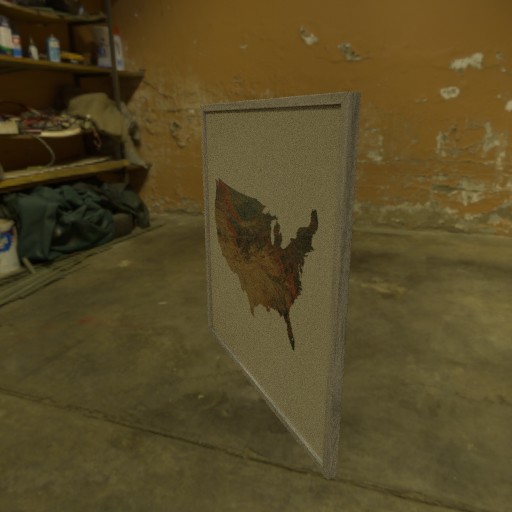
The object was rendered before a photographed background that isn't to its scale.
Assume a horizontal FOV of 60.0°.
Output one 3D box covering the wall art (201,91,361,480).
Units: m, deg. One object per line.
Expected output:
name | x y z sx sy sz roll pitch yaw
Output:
wall art | 0.000 0.000 0.765 0.016 0.507 0.508 -8 19 -24
